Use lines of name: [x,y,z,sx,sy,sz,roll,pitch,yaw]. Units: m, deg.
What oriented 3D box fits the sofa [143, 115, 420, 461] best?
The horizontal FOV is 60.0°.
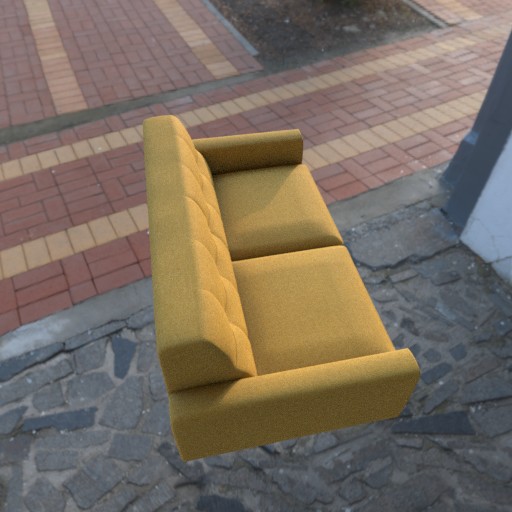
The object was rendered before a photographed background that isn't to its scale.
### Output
sofa: [0.000,0.000,2.135,0.909,0.841,1.631,-9,48,-8]
